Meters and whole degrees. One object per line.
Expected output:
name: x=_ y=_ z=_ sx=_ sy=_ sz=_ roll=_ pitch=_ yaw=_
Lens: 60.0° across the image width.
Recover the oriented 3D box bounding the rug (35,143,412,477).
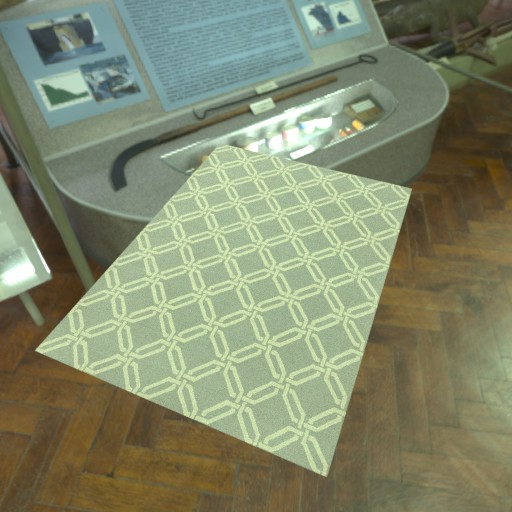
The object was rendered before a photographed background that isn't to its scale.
rug: x=0.000 y=0.000 z=4.312 sx=2.438 sy=0.013 sz=3.353 roll=17 pitch=48 yaw=16
